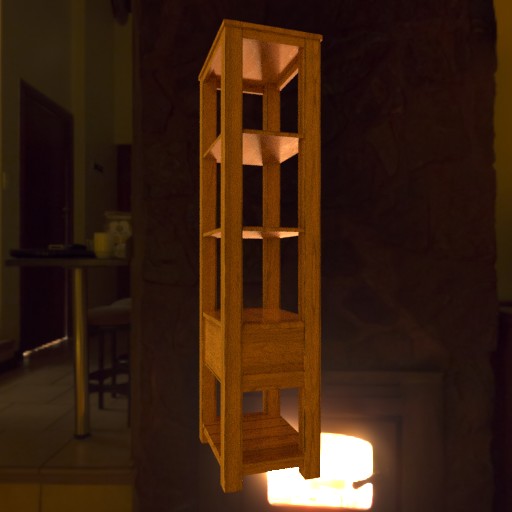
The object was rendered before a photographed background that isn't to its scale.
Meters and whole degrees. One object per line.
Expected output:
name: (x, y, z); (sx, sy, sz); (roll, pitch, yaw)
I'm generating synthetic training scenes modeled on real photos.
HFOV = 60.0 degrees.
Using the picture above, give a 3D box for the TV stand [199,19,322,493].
TV stand: (0.000, 0.000, 2.033); (0.435, 1.828, 0.565); (0, -1, -17)
